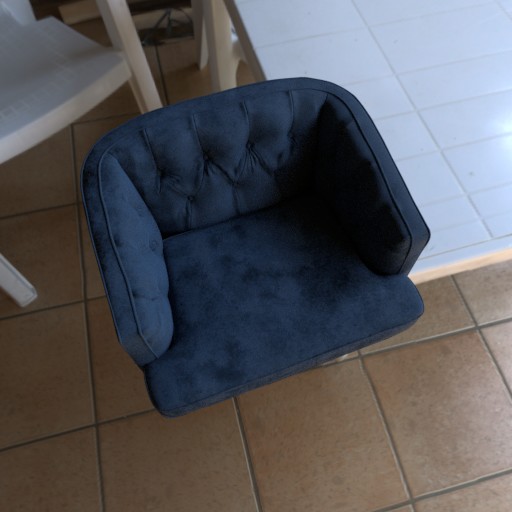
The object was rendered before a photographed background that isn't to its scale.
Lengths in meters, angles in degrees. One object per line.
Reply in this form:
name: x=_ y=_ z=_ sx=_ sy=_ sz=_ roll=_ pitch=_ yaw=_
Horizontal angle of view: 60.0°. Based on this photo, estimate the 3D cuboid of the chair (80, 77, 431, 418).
chair: x=0.000 y=0.000 z=1.750 sx=1.094 sy=0.852 sz=0.940 roll=-18 pitch=64 yaw=-9
